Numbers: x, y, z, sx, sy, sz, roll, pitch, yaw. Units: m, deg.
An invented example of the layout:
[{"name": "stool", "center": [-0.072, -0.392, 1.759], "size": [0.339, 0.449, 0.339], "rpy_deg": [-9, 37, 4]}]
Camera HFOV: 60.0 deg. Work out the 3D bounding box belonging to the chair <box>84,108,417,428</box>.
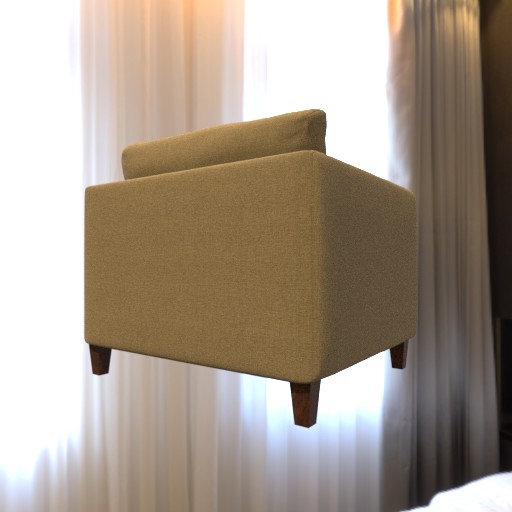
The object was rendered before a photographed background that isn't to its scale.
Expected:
[{"name": "chair", "center": [0.000, 0.000, 1.869], "size": [1.107, 0.963, 0.959], "rpy_deg": [0, -1, 36]}]
